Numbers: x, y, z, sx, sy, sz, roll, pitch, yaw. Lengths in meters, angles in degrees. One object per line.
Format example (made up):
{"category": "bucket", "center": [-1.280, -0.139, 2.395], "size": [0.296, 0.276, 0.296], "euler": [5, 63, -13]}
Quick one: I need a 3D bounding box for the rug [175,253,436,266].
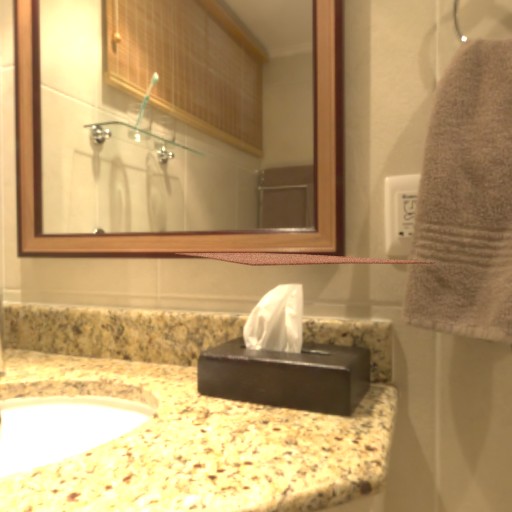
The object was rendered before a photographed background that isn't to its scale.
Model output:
{"category": "rug", "center": [0.000, 0.000, 2.670], "size": [0.718, 0.013, 2.353], "euler": [0, 1, -16]}
